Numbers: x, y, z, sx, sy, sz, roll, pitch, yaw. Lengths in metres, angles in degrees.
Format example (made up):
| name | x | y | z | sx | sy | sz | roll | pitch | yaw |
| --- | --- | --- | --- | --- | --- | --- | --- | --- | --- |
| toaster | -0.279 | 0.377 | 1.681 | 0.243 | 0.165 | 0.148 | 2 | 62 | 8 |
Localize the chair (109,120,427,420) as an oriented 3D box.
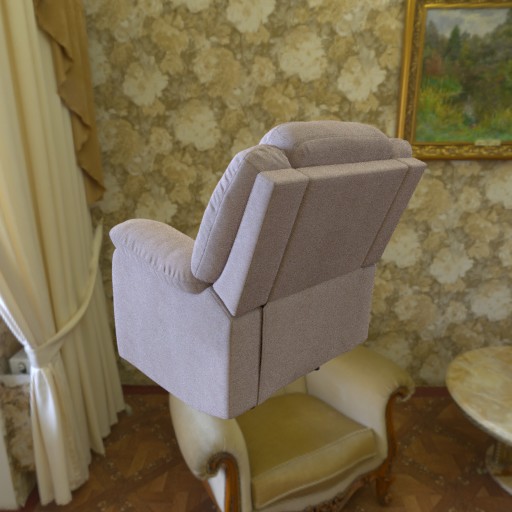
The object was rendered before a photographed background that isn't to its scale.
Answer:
| name | x | y | z | sx | sy | sz | roll | pitch | yaw |
| --- | --- | --- | --- | --- | --- | --- | --- | --- | --- |
| chair | 0.000 | 0.000 | 1.733 | 0.899 | 1.008 | 0.944 | -15 | 22 | -42 |
